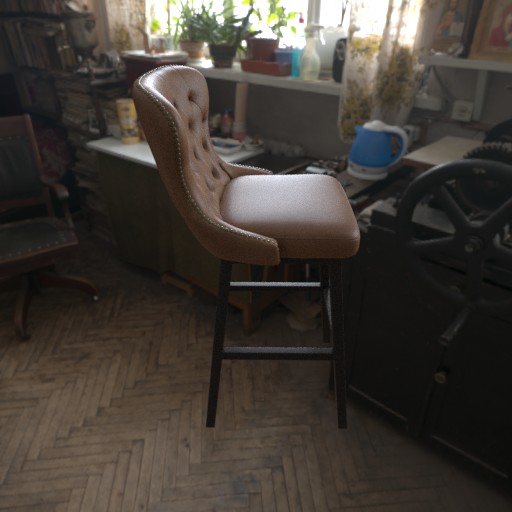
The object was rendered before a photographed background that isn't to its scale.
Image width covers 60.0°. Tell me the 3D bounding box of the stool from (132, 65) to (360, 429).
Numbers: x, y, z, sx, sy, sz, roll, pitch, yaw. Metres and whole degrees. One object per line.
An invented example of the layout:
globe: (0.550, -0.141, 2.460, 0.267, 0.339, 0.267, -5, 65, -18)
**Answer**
stool: (0.000, 0.000, 1.371, 0.601, 1.050, 0.528, 0, 31, 1)
